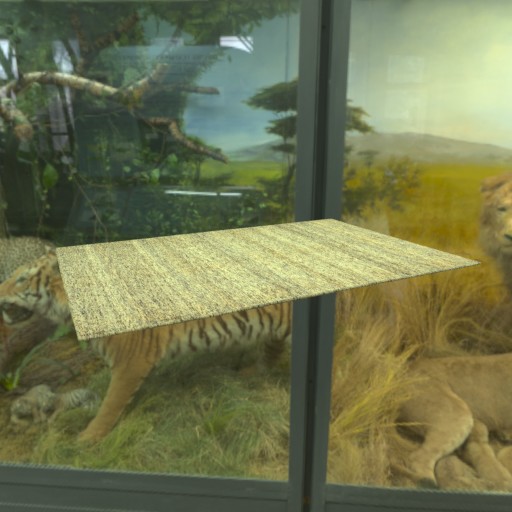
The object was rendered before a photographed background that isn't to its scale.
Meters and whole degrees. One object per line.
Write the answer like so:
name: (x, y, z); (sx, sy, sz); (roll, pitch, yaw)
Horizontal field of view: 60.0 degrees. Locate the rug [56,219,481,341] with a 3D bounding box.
rug: (0.000, 0.000, 2.291); (1.846, 0.014, 1.243); (-8, 18, -25)
